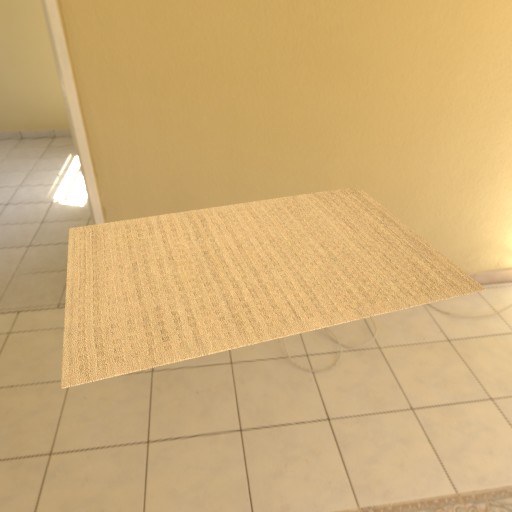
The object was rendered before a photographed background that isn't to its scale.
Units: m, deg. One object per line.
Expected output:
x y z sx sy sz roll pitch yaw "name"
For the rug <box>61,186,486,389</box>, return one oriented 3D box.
0.000 0.000 2.173 1.752 0.006 1.142 -10 34 -15 "rug"
